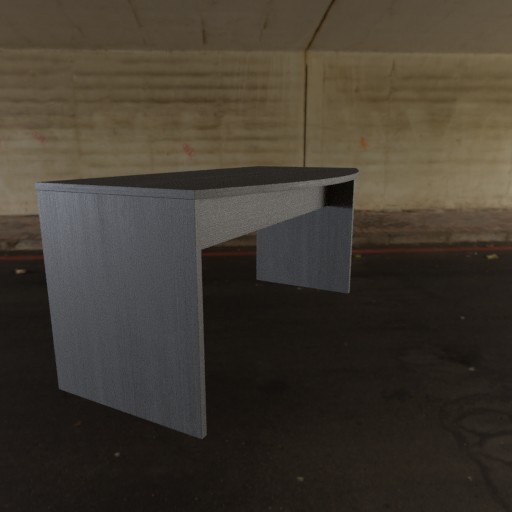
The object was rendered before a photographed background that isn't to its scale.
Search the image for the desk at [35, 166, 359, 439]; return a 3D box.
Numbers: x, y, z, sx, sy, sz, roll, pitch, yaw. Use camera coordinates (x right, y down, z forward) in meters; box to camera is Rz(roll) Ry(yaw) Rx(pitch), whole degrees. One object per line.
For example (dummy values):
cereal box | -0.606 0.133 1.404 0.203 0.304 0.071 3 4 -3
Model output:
desk | 0.000 0.000 2.049 0.802 0.750 1.600 7 15 27
